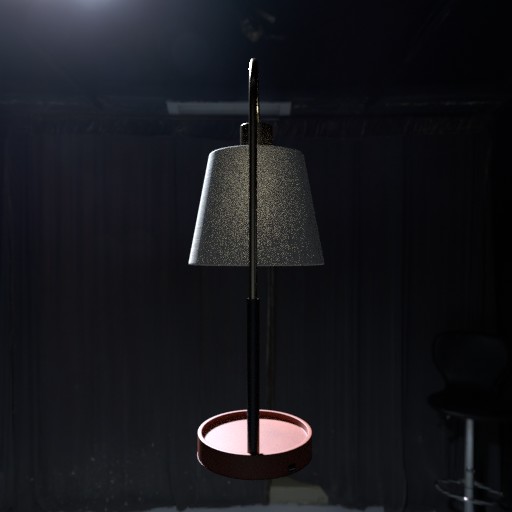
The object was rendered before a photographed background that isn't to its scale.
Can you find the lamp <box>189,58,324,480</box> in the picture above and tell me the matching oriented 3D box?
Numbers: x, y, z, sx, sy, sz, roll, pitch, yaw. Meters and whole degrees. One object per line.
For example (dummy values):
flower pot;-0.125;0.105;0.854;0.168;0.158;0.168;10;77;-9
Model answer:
lamp;0.000;0.000;0.665;0.211;0.536;0.273;0;0;2
